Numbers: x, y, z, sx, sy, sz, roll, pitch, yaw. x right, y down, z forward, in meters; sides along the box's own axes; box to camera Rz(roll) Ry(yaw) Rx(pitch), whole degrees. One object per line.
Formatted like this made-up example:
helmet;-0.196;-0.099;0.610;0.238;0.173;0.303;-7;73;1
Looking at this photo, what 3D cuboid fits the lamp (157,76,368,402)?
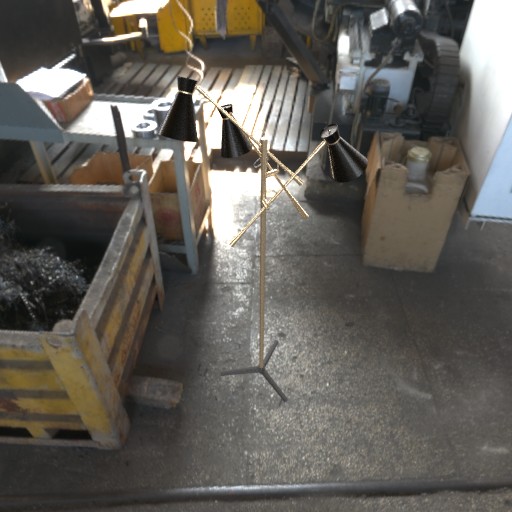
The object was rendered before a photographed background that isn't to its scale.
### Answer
lamp;0.000;0.000;2.214;0.750;1.804;0.653;-25;47;-25
